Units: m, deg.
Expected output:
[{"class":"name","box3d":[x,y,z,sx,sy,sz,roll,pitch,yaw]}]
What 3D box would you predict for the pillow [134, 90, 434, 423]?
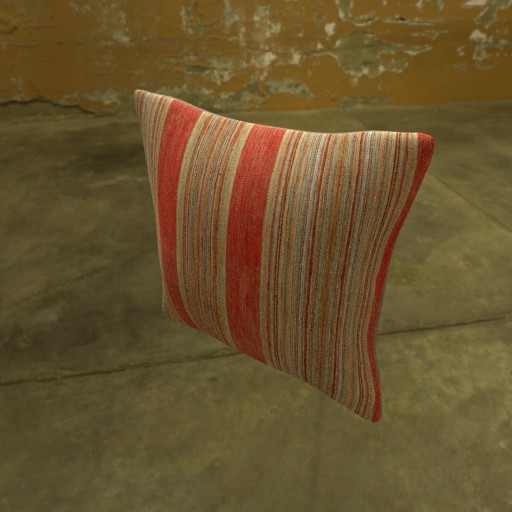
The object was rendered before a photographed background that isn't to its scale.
[{"class":"pillow","box3d":[0.000,0.000,0.642,0.437,0.419,0.136,20,36,30]}]
